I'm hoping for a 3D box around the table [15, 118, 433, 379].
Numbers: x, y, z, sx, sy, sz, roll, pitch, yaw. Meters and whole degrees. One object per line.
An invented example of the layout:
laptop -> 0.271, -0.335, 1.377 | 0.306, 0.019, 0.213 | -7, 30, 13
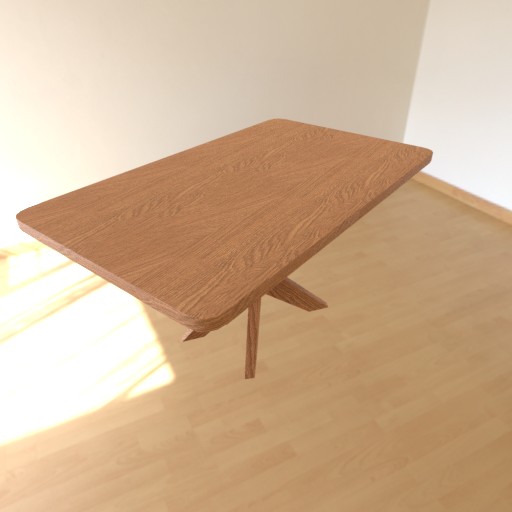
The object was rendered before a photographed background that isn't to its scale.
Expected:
table -> 0.000, 0.000, 2.039 | 0.950, 0.770, 1.600 | 23, 39, 31
